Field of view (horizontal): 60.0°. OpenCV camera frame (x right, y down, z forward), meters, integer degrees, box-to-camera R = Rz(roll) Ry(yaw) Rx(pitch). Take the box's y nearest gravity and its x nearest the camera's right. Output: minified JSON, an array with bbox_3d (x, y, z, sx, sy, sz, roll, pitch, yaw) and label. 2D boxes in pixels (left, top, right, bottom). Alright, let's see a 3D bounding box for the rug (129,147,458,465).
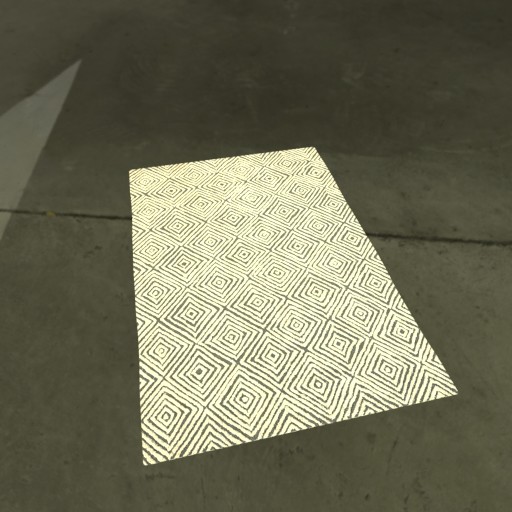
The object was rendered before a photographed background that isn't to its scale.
[{"bbox_3d":[0.000,0.000,2.173,1.177,0.004,1.750,-9,46,-9],"label":"rug"}]
